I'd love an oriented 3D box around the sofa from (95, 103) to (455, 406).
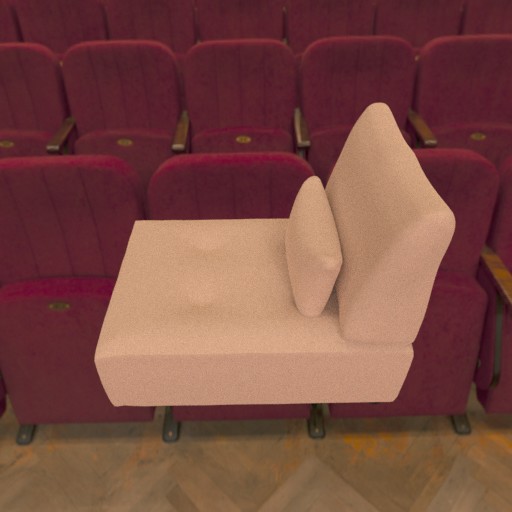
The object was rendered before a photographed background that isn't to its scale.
[{"bbox_3d":[0.000,0.000,1.536,1.000,0.820,0.700,-1,41,-1],"label":"sofa"}]
